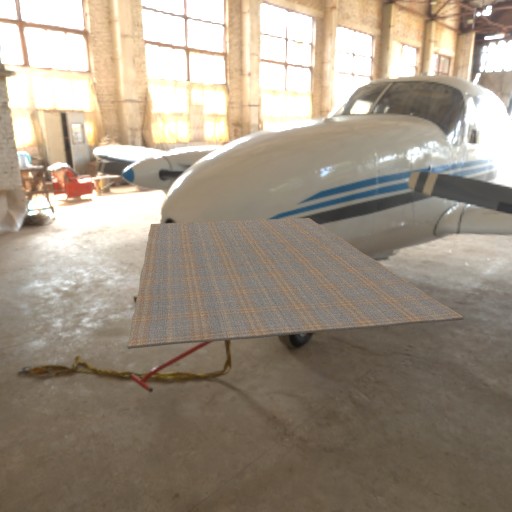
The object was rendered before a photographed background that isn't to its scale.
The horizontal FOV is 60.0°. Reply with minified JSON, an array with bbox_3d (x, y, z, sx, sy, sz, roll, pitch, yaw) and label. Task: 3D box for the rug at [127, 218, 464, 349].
[{"bbox_3d":[0.000,0.000,3.112,1.545,0.016,2.460,-3,16,-10],"label":"rug"}]
